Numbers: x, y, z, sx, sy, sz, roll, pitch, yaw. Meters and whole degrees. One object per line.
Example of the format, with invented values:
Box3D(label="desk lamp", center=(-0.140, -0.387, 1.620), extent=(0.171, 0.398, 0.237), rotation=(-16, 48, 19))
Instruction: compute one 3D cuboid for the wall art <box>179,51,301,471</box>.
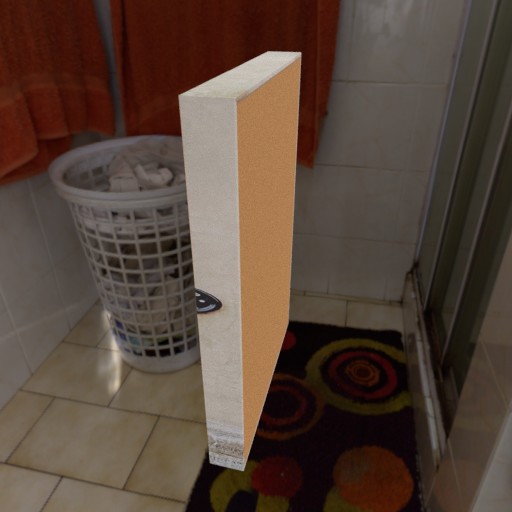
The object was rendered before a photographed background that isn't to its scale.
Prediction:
Box3D(label="wall art", center=(0.000, 0.000, 0.484), extent=(0.038, 0.381, 0.254), rotation=(7, 32, 12))
